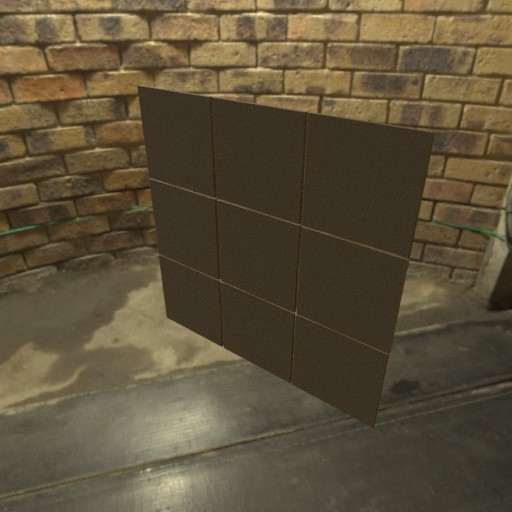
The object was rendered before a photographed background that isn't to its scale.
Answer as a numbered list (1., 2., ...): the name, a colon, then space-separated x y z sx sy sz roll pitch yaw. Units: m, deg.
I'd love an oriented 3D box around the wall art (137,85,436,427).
1. wall art: 0.000 0.000 1.384 0.919 0.917 0.010 21 36 31
